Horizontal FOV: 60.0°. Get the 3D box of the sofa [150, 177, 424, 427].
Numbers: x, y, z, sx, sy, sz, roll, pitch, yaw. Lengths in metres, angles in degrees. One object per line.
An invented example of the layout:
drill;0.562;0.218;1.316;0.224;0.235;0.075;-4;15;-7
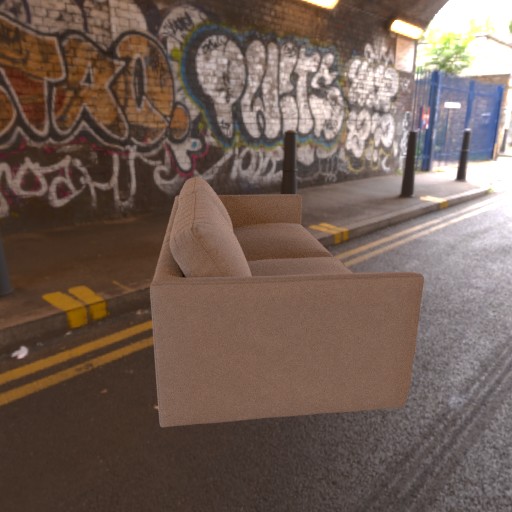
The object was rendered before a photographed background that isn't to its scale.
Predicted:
sofa;0.000;0.000;2.821;1.090;0.838;2.588;-2;16;-7
